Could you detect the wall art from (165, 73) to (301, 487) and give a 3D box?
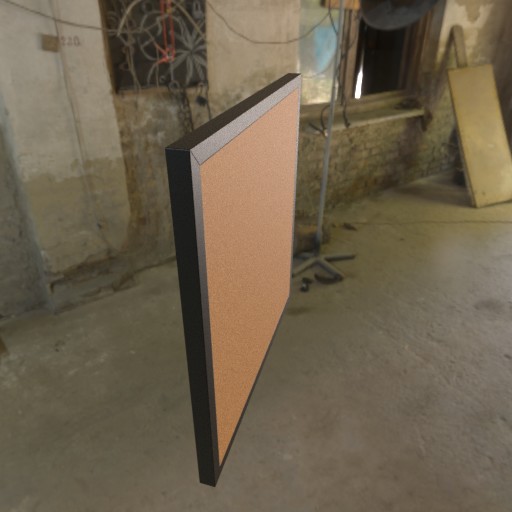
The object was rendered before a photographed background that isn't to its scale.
[{"bbox_3d":[0.000,0.000,1.121,0.038,0.765,0.765,8,31,14],"label":"wall art"}]
